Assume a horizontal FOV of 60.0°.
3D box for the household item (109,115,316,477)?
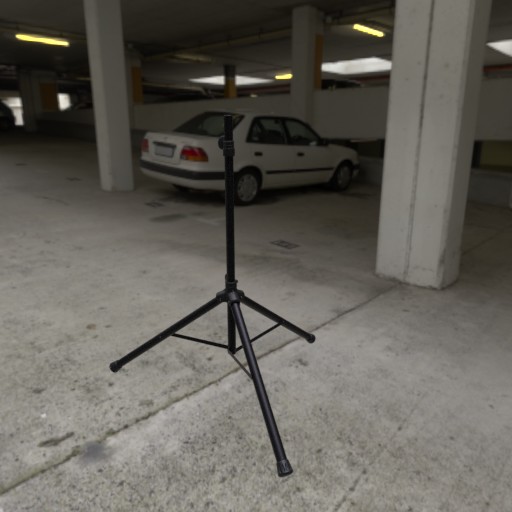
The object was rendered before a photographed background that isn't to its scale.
[{"bbox_3d":[0.000,0.000,1.890,1.045,1.136,0.907,14,21,41],"label":"household item"}]
